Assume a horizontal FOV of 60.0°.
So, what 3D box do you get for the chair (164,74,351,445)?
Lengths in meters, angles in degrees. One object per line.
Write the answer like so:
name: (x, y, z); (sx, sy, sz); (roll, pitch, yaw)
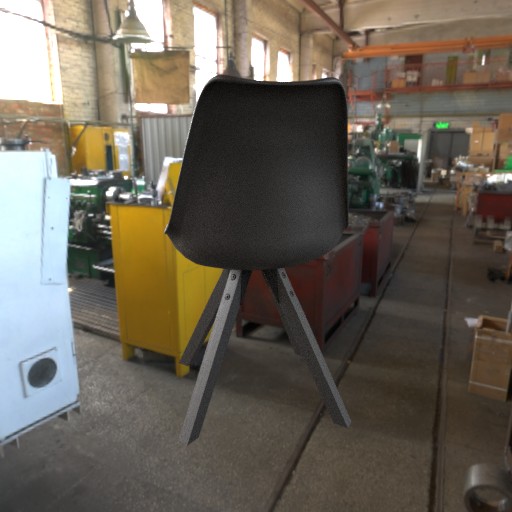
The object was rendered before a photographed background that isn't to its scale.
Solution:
chair: (0.000, 0.000, 1.209); (0.485, 0.850, 0.550); (-2, 15, -9)
